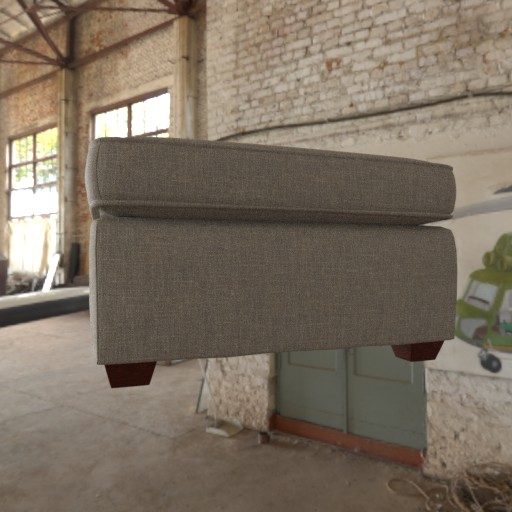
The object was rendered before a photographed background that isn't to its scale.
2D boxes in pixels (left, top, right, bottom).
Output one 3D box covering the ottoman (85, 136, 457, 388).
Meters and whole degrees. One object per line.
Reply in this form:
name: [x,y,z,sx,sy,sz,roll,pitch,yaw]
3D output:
ottoman: [0.000,0.000,1.073,0.762,0.457,0.559,0,-1,-19]
